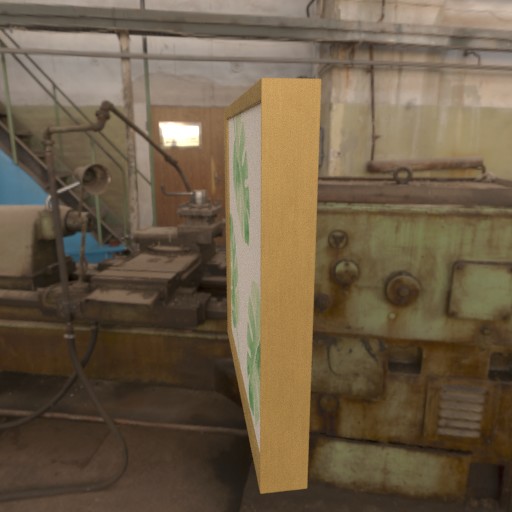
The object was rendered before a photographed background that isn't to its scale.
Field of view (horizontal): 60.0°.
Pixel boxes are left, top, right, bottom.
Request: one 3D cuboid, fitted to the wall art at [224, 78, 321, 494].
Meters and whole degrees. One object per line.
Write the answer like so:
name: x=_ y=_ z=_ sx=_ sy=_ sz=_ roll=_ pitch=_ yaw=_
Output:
wall art: x=0.000 y=0.000 z=0.457 sx=0.038 sy=0.305 sz=0.305 roll=-2 pitch=15 yaw=-8
